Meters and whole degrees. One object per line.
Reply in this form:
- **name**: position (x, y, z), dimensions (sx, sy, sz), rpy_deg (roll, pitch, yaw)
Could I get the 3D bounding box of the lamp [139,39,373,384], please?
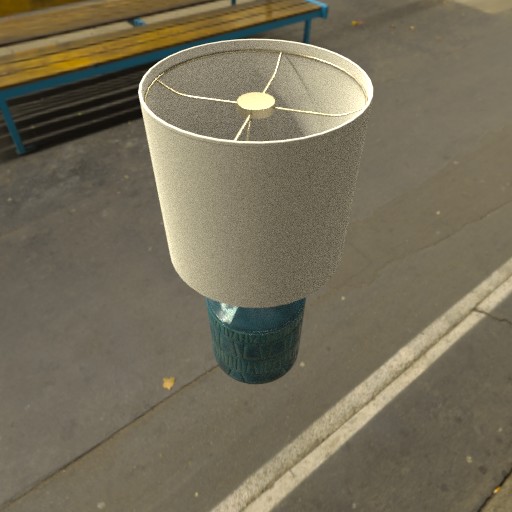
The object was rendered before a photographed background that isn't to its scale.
- **lamp**: position (0.000, 0.000, 0.567), dimensions (0.211, 0.455, 0.211), rpy_deg (22, 50, 20)
